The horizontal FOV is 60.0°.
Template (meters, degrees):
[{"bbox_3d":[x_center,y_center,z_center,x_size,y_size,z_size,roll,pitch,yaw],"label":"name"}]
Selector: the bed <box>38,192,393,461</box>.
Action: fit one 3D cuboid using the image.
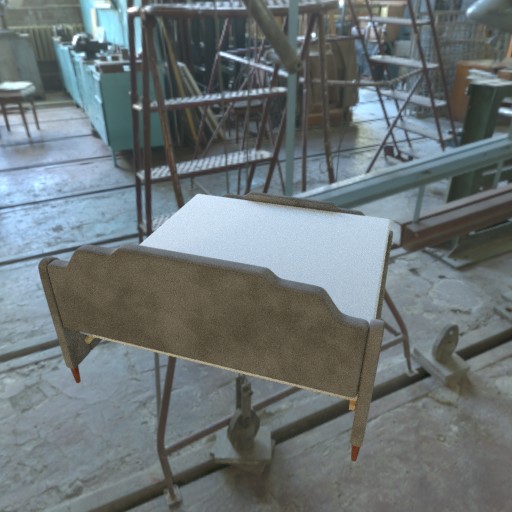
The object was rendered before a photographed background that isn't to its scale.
[{"bbox_3d":[0.000,0.000,3.587,2.074,1.245,2.340,10,32,16],"label":"bed"}]
